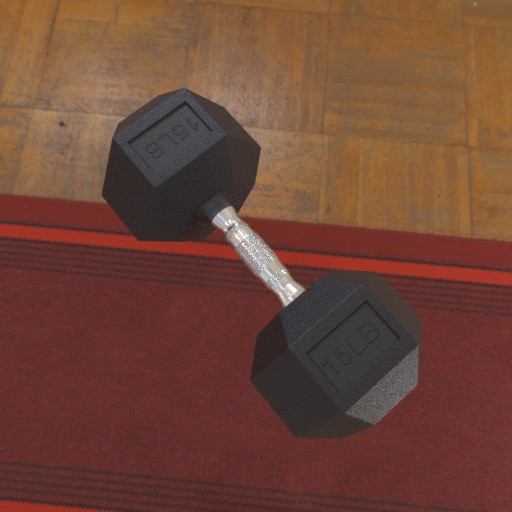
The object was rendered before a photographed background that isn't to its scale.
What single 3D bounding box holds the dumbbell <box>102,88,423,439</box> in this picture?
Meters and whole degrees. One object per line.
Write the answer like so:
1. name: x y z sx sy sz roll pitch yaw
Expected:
1. dumbbell: 0.000 0.000 0.332 0.122 0.106 0.271 -39 78 -10
